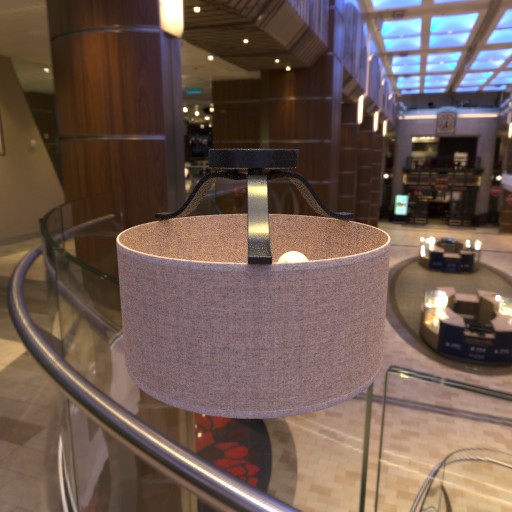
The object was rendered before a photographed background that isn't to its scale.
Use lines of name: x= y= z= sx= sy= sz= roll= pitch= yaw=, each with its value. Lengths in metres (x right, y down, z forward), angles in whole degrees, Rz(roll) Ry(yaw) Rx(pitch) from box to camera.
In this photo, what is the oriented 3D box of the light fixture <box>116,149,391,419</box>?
light fixture: x=0.000 y=0.000 z=0.654 sx=0.390 sy=0.306 sz=0.390 roll=0 pitch=13 yaw=0
